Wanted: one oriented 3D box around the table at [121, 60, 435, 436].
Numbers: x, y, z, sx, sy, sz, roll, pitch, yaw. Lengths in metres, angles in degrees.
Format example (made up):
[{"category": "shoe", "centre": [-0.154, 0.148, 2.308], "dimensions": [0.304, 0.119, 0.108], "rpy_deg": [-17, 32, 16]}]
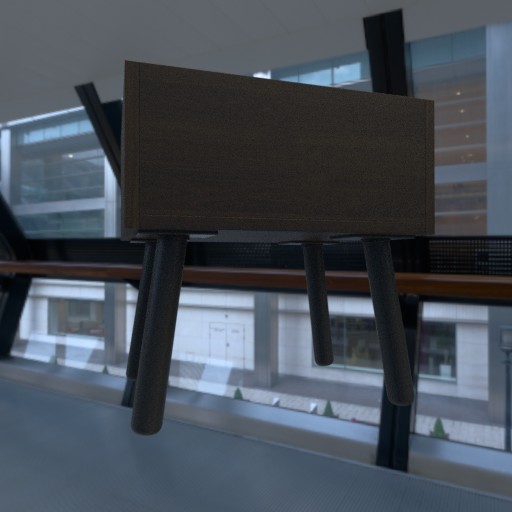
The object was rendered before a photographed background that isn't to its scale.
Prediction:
[{"category": "table", "centre": [0.000, 0.000, 0.778], "dimensions": [0.450, 0.470, 0.370], "rpy_deg": [0, -1, -18]}]
